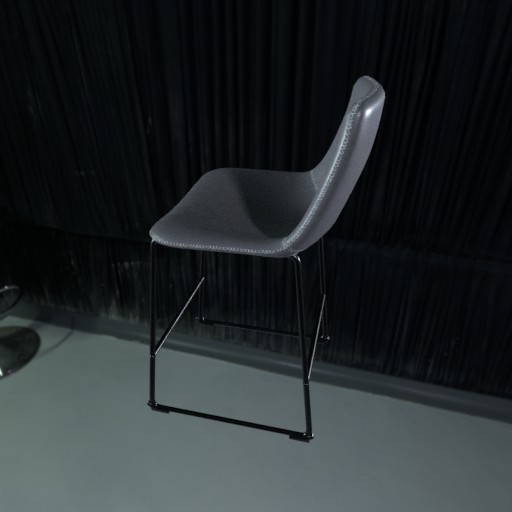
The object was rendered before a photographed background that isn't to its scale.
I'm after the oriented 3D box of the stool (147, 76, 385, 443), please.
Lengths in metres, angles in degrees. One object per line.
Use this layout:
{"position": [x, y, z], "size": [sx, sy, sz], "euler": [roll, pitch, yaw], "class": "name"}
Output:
{"position": [0.000, 0.000, 1.180], "size": [0.546, 0.876, 0.470], "euler": [7, 31, 12], "class": "stool"}
